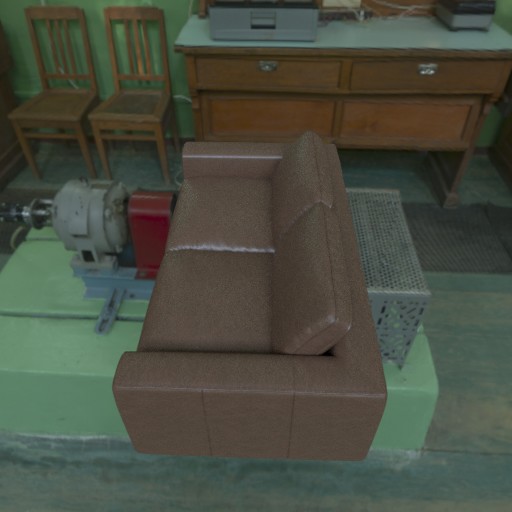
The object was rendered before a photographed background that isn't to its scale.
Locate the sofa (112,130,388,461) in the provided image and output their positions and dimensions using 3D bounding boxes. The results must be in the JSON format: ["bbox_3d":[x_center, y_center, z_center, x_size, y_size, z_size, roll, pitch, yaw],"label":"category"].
[{"bbox_3d":[0.000,0.000,2.452,1.070,0.800,1.920,1,43,1],"label":"sofa"}]
